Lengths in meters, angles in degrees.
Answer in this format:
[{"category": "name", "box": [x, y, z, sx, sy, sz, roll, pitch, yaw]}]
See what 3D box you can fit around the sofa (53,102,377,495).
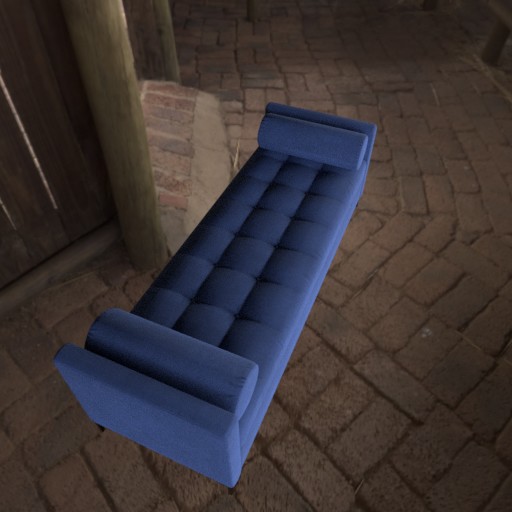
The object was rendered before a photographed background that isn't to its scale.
[{"category": "sofa", "box": [0.000, 0.000, 2.268, 0.686, 0.635, 1.981, 18, 49, 16]}]
